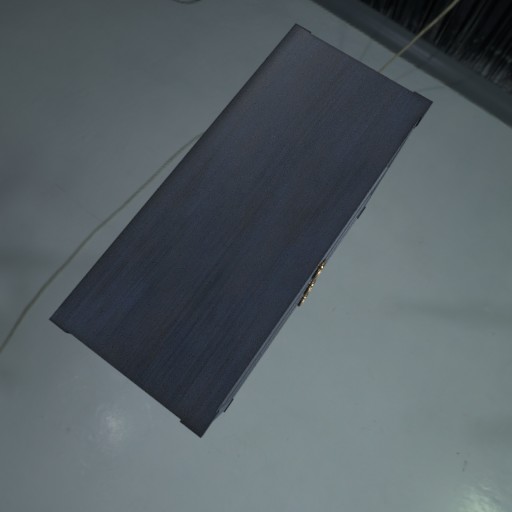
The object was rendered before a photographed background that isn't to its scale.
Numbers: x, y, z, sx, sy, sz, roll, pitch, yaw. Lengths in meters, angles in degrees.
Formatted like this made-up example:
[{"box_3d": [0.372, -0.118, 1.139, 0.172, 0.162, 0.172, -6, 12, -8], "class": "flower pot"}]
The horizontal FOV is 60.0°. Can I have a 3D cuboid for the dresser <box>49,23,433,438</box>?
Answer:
[{"box_3d": [0.000, 0.000, 1.604, 0.463, 0.986, 1.049, 34, 77, 9], "class": "dresser"}]
